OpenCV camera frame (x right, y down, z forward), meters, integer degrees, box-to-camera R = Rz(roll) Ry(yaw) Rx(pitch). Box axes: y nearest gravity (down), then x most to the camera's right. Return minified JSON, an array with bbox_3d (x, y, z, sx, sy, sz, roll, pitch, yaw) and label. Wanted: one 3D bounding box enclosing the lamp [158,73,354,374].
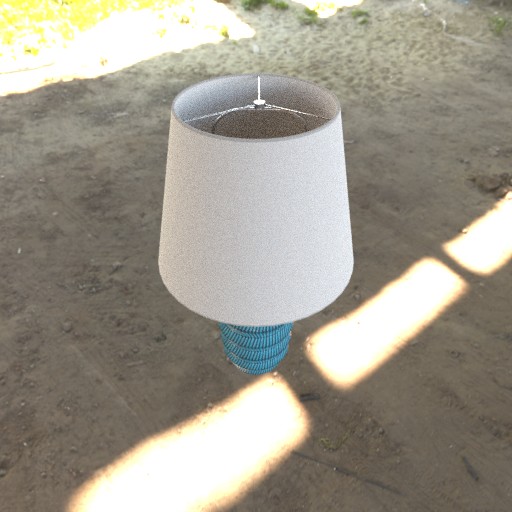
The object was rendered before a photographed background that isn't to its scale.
[{"bbox_3d":[0.000,0.000,0.823,0.355,0.582,0.355,0,41,0],"label":"lamp"}]
